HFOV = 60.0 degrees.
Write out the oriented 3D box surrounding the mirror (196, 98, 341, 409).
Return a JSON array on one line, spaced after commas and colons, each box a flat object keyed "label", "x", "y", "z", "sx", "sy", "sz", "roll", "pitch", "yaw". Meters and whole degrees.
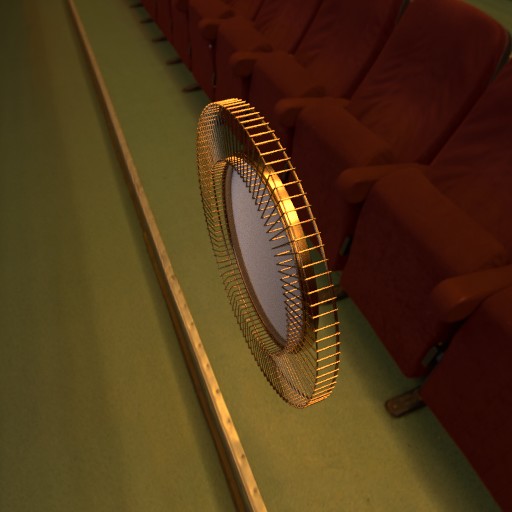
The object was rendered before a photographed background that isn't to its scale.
[{"label": "mirror", "x": 0.000, "y": 0.000, "z": 1.042, "sx": 0.067, "sy": 0.703, "sz": 0.703, "roll": -17, "pitch": 48, "yaw": -16}]
